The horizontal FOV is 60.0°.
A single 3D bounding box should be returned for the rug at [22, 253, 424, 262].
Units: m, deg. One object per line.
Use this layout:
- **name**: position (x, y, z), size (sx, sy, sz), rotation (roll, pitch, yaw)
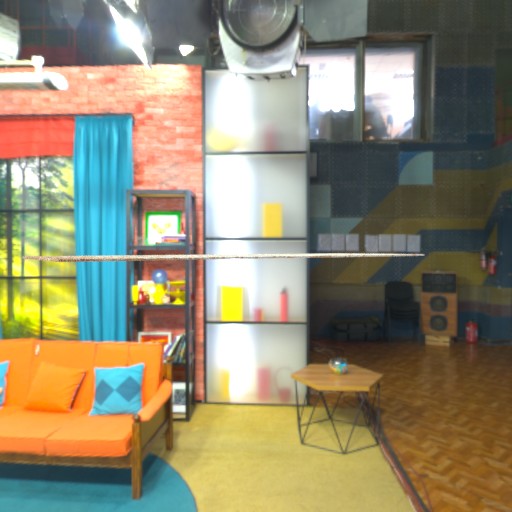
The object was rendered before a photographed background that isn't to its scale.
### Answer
- **rug**: position (0.000, 0.000, 2.703), size (2.435, 0.011, 0.750), rotation (-1, 1, -37)
